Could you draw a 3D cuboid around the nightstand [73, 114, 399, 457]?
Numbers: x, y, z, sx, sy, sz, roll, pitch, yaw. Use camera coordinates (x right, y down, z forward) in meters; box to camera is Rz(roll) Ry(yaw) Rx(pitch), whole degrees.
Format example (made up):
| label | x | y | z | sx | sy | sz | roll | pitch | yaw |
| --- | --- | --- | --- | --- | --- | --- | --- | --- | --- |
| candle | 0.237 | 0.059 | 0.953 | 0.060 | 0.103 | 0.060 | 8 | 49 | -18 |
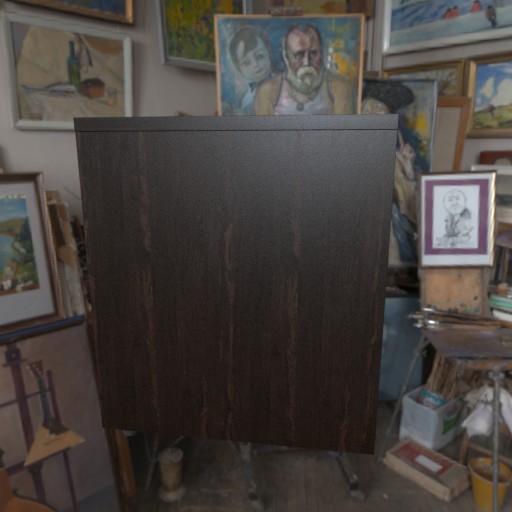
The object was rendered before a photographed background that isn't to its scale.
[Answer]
| label | x | y | z | sx | sy | sz | roll | pitch | yaw |
| --- | --- | --- | --- | --- | --- | --- | --- | --- | --- |
| nightstand | 0.000 | 0.000 | 0.860 | 0.427 | 0.487 | 0.489 | 2 | 14 | 9 |
